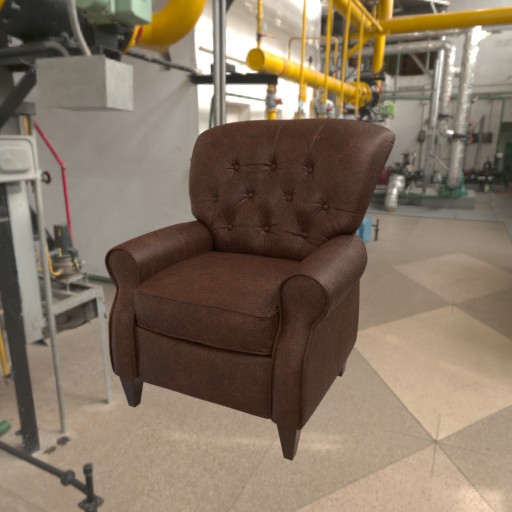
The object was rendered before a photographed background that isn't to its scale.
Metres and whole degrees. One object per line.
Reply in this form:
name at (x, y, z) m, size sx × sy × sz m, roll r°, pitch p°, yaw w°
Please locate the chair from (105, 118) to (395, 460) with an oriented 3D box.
chair at (0.000, 0.000, 1.928) m, size 0.979 × 1.162 × 1.031 m, roll 7°, pitch 17°, yaw 25°
